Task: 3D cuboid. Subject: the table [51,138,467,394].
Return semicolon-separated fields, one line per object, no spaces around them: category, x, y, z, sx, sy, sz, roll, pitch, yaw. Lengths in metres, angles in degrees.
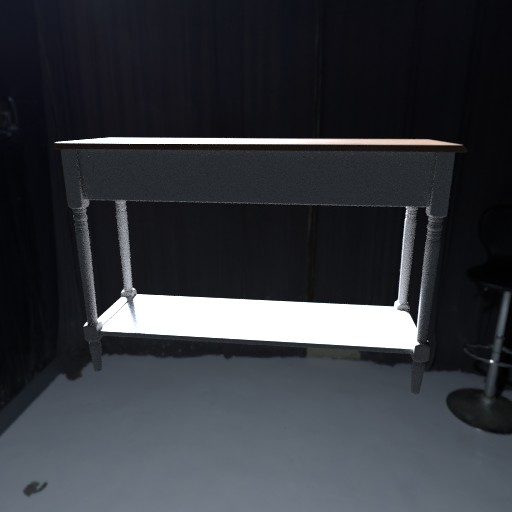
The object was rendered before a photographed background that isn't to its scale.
table;0.000;0.000;1.590;1.219;0.800;0.399;2;17;7
